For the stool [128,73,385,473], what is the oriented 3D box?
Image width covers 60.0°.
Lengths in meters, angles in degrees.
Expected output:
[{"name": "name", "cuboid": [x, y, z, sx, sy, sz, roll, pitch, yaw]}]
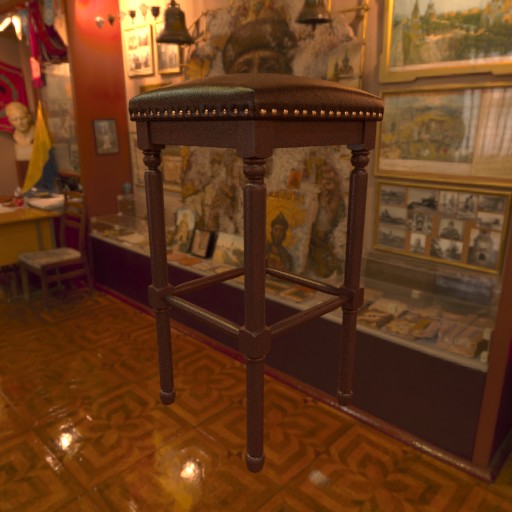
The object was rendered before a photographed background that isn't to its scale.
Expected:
[{"name": "stool", "cuboid": [0.000, 0.000, 1.010, 0.383, 0.768, 0.382, -16, 23, -42]}]
